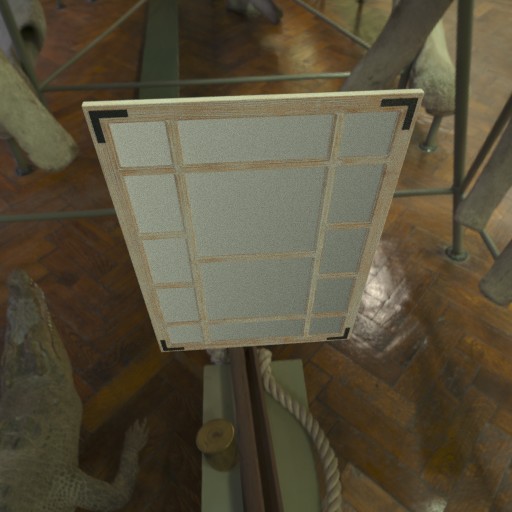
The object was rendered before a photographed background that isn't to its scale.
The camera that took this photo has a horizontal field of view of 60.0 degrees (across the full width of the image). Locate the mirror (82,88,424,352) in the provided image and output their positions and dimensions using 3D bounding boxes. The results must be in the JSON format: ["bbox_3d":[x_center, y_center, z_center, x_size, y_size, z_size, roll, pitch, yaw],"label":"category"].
[{"bbox_3d":[0.000,0.000,1.288,0.705,0.996,0.025,-3,49,-3],"label":"mirror"}]
